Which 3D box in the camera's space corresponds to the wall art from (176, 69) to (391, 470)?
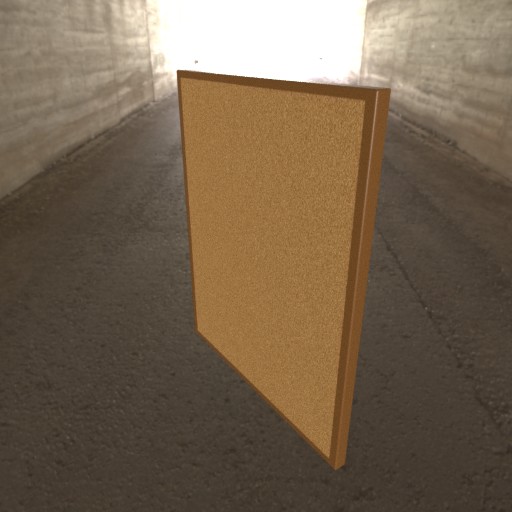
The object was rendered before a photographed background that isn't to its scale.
[{"bbox_3d":[0.000,0.000,0.731,0.021,0.550,0.449,-17,30,-32],"label":"wall art"}]
